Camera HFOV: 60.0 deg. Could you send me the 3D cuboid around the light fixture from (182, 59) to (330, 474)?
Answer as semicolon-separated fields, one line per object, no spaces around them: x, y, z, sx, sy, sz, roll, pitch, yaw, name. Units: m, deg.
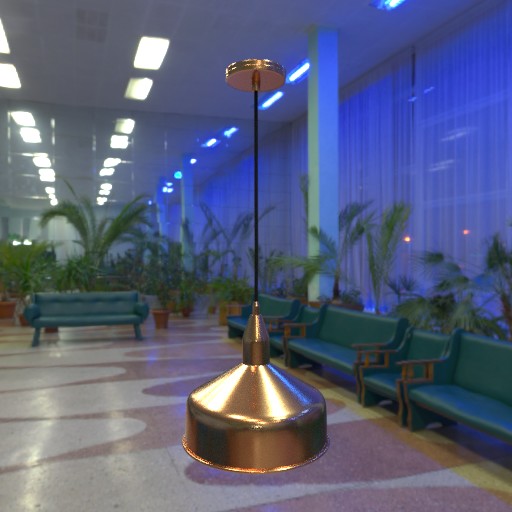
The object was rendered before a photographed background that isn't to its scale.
0.000;0.000;0.912;0.301;0.754;0.301;0;0;-19;light fixture
